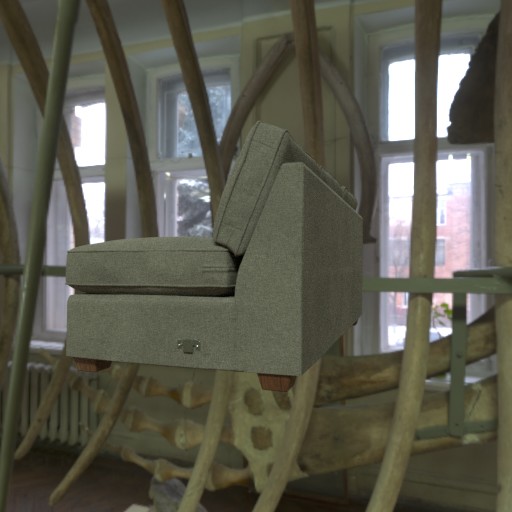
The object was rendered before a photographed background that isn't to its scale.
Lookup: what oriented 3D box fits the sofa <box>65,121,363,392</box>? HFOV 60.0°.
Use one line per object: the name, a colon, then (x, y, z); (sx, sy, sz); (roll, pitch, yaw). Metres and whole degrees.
sofa: (0.000, 0.000, 2.559); (1.027, 0.973, 1.962); (0, -1, 19)
